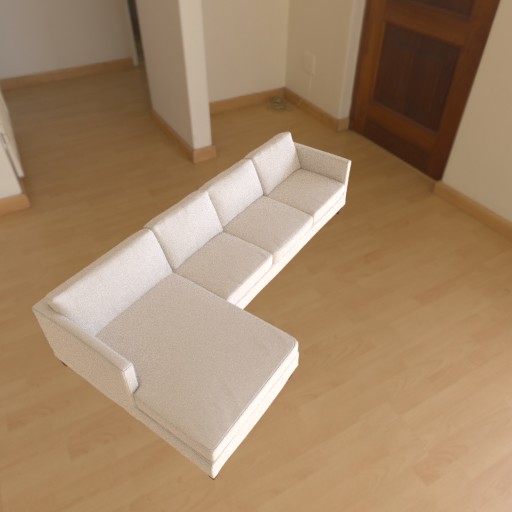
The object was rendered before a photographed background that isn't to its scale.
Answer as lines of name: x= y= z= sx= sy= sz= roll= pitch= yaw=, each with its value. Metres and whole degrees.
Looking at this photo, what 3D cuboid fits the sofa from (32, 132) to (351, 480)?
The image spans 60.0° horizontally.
sofa: x=0.000 y=0.000 z=3.878 sx=1.625 sy=0.846 sz=3.186 roll=25 pitch=47 yaw=26
